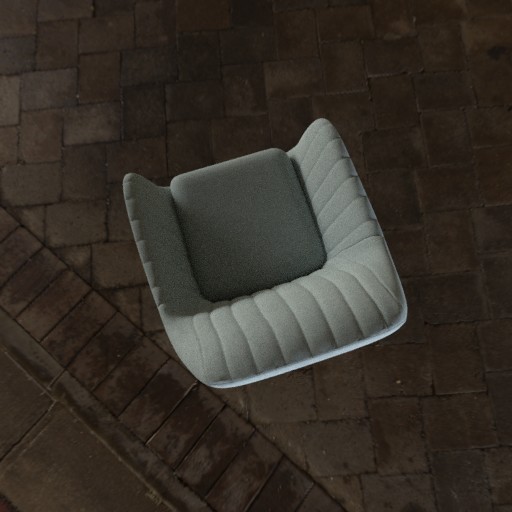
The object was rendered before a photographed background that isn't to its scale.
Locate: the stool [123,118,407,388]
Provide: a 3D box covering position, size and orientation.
[{"bbox_3d":[0.000,0.000,1.157,0.503,0.830,0.590,-17,76,-4],"label":"stool"}]
